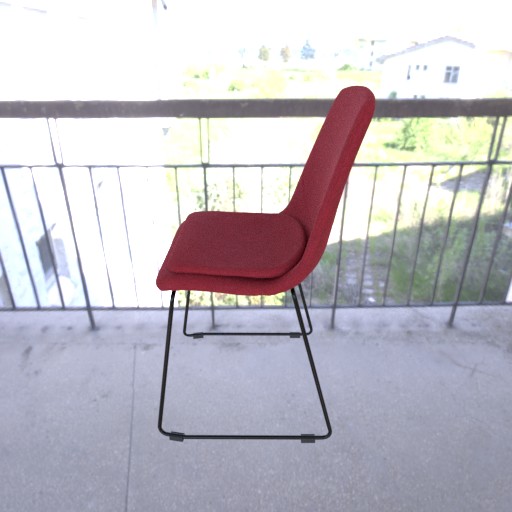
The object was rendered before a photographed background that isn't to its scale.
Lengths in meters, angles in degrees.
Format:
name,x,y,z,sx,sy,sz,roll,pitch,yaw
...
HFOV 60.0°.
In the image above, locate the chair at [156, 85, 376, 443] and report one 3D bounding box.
name,x,y,z,sx,sy,sz,roll,pitch,yaw
chair,0.000,0.000,1.196,0.518,0.858,0.479,0,25,0
